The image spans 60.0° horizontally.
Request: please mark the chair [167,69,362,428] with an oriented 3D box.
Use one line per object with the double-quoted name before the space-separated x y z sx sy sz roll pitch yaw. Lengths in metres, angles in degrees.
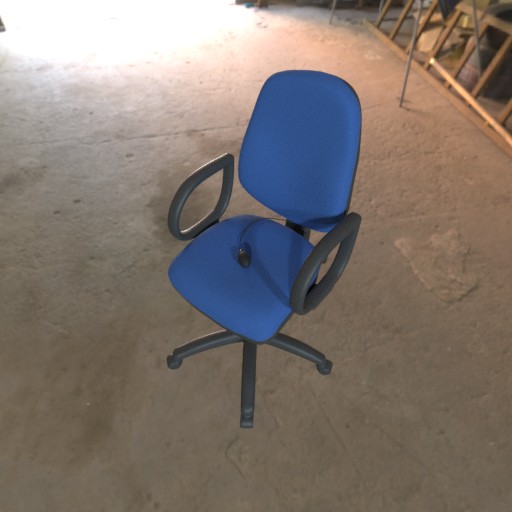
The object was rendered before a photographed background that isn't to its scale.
"chair" 0.000 0.000 1.261 0.552 0.905 0.549 30 53 26
